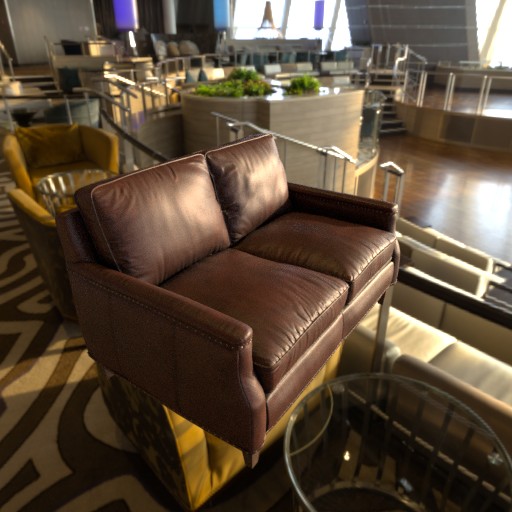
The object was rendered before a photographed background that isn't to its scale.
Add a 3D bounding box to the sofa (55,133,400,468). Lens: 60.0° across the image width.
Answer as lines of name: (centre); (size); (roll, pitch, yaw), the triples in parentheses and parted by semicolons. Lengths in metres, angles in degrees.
sofa: (0.000, 0.000, 2.326); (1.083, 1.003, 1.628); (17, 32, 31)
